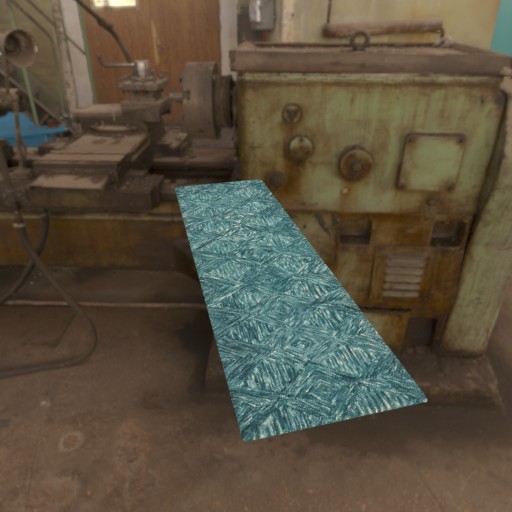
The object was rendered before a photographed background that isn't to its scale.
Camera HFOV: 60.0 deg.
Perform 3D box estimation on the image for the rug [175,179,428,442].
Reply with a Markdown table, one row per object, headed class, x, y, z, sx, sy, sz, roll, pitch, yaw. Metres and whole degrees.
| class | x | y | z | sx | sy | sz | roll | pitch | yaw |
| --- | --- | --- | --- | --- | --- | --- | --- | --- | --- |
| rug | 0.000 | 0.000 | 2.458 | 0.676 | 0.016 | 2.286 | -7 | 31 | -12 |
